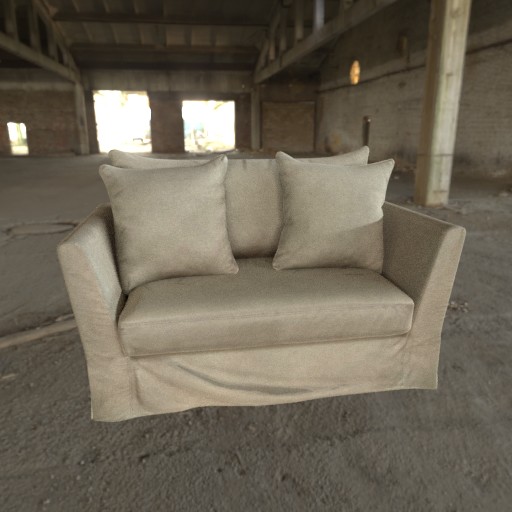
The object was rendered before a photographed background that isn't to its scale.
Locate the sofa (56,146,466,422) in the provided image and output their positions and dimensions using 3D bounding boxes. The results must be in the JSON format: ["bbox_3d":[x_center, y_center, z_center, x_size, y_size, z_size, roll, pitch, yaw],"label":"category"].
[{"bbox_3d":[0.000,0.000,2.211,1.608,1.040,1.035,-3,16,-9],"label":"sofa"}]
